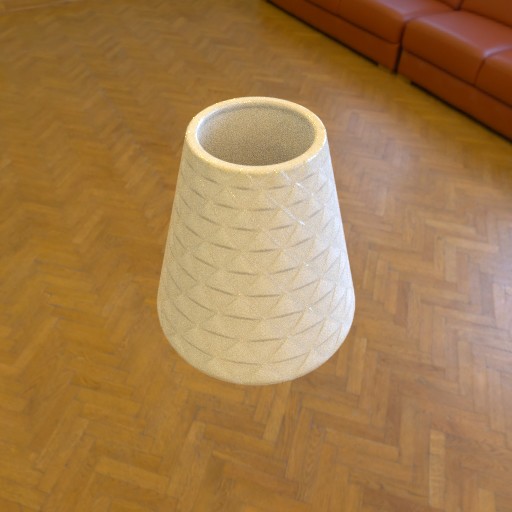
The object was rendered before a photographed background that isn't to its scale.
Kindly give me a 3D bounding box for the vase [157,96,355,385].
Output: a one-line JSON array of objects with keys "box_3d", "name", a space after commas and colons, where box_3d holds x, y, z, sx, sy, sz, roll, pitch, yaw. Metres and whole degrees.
[{"box_3d": [0.000, 0.000, 0.361, 0.175, 0.230, 0.175, 0, 47, 0], "name": "vase"}]
